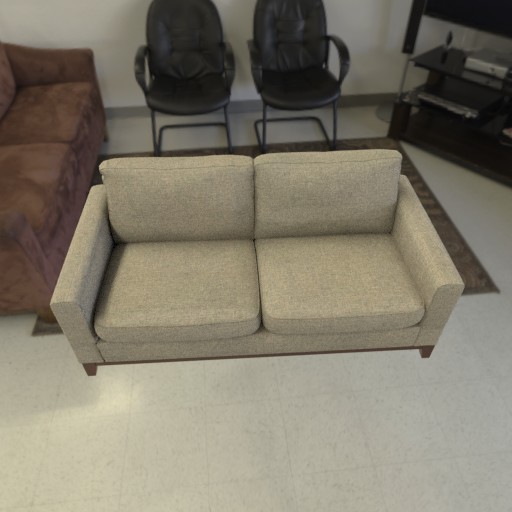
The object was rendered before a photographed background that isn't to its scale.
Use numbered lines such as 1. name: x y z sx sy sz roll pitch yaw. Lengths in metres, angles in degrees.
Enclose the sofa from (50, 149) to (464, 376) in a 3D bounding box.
1. sofa: 0.000 0.000 2.507 1.978 0.892 0.969 -2 44 -2
